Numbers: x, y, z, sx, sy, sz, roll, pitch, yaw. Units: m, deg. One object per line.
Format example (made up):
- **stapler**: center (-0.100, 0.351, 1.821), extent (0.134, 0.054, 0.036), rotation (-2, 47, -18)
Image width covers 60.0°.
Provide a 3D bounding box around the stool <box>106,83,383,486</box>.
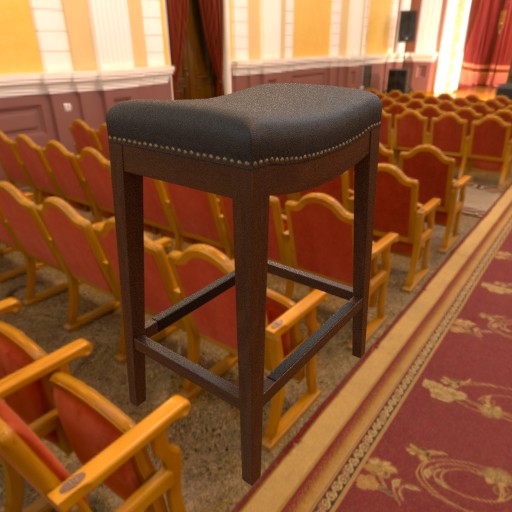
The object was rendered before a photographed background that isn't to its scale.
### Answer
- **stool**: center (0.000, 0.000, 0.951), extent (0.353, 0.664, 0.490), rotation (18, 31, 33)
